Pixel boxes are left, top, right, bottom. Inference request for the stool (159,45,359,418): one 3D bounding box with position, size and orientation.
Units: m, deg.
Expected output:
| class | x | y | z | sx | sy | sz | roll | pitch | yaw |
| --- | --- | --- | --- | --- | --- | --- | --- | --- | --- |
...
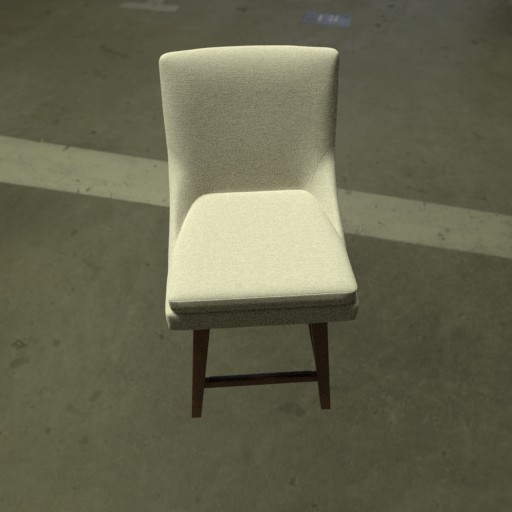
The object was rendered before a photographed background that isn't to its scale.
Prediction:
| class | x | y | z | sx | sy | sz | roll | pitch | yaw |
| --- | --- | --- | --- | --- | --- | --- | --- | --- | --- |
| stool | 0.000 | 0.000 | 1.297 | 0.469 | 0.991 | 0.559 | -3 | 47 | -3 |
